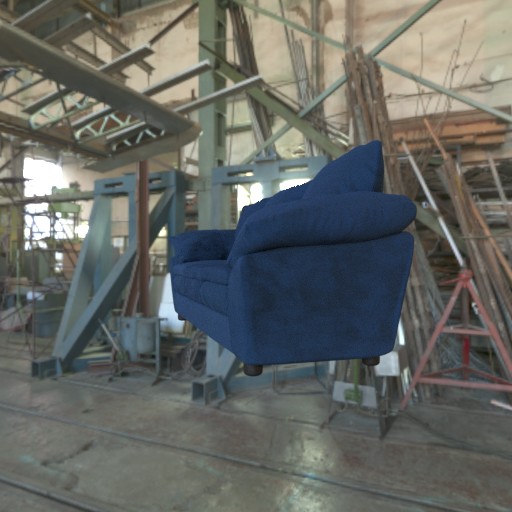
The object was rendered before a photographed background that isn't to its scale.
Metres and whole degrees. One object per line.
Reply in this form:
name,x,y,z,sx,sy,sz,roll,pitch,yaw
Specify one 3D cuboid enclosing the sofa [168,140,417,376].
sofa,0.000,0.000,2.991,0.907,1.091,2.390,0,-1,-19
